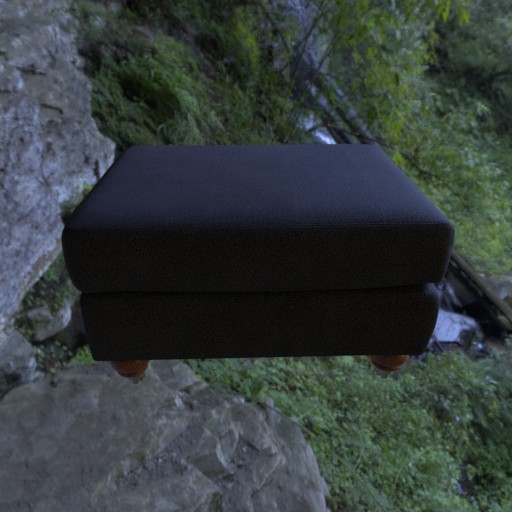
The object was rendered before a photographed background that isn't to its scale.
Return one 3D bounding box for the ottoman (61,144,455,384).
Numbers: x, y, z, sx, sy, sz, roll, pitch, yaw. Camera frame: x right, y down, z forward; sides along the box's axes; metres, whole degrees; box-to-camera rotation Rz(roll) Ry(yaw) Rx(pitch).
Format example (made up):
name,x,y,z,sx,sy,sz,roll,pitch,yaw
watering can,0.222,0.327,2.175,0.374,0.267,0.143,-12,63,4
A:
name,x,y,z,sx,sy,sz,roll,pitch,yaw
ottoman,0.000,0.000,1.156,0.773,0.497,0.574,-1,29,-2
